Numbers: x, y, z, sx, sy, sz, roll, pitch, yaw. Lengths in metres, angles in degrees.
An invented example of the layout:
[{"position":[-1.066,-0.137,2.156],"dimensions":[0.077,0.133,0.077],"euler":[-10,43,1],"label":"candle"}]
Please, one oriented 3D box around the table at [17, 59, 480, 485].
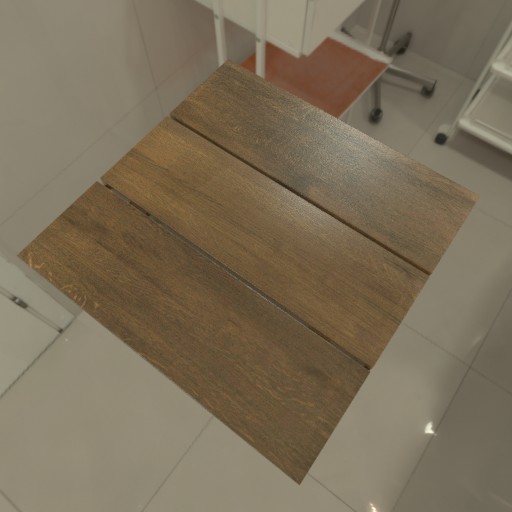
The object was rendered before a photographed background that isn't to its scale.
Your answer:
[{"position":[0.000,0.000,1.385],"dimensions":[0.900,0.400,0.900],"euler":[34,69,15],"label":"table"}]
